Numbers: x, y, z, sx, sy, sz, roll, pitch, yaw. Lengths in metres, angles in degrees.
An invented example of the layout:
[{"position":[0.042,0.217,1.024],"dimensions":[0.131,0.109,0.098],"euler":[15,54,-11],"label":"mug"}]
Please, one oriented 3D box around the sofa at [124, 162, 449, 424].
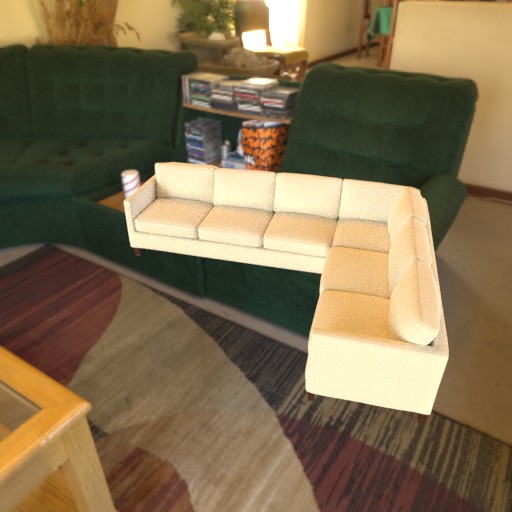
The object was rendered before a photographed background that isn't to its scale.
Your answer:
[{"position":[0.000,0.000,4.408],"dimensions":[3.302,0.947,2.593],"euler":[8,33,12],"label":"sofa"}]
